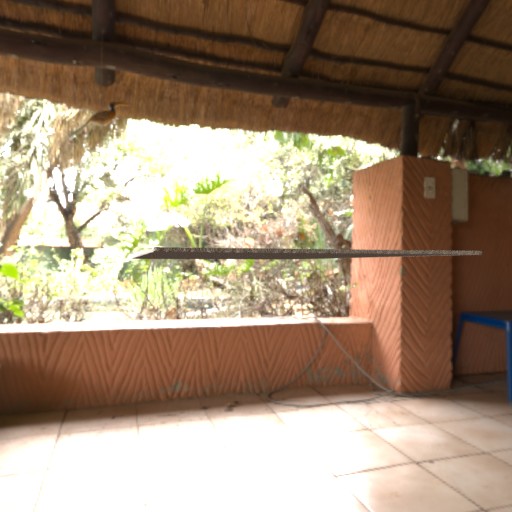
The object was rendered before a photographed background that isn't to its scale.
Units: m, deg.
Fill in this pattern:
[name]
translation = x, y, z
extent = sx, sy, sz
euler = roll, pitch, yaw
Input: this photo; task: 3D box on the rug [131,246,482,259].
[rug]
translation = 0.000, 0.000, 2.355
extent = 1.224, 0.016, 1.832
euler = 0, -1, -18
